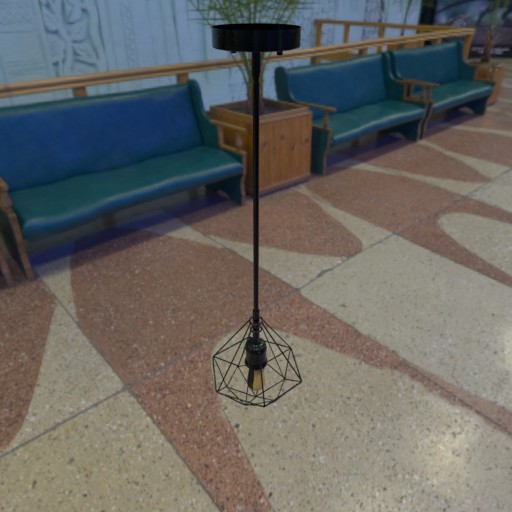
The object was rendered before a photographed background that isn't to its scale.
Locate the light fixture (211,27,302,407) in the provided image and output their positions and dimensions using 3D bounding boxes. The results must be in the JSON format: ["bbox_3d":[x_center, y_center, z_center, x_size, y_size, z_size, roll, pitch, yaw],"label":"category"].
[{"bbox_3d":[0.000,0.000,1.914,0.487,1.764,0.431,-23,38,-33],"label":"light fixture"}]
